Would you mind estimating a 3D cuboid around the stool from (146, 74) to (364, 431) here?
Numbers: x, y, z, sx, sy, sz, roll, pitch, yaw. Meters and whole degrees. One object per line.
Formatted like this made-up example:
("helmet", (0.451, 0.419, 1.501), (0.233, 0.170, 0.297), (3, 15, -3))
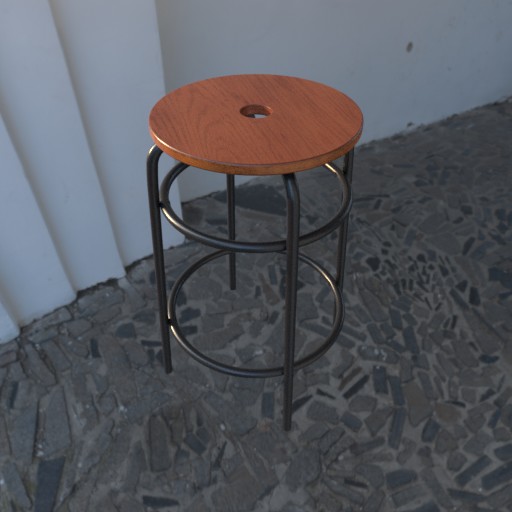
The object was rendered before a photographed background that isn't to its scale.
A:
("stool", (0.000, 0.000, 0.901), (0.455, 0.610, 0.455), (-12, 43, -13))
